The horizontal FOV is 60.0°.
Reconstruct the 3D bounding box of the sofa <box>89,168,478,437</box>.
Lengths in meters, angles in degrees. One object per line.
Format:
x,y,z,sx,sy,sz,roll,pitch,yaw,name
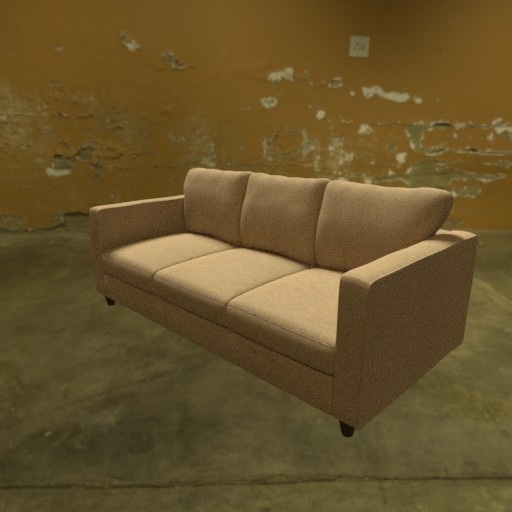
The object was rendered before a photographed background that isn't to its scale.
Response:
0.000,0.000,2.308,1.855,0.800,0.930,15,22,42,sofa
